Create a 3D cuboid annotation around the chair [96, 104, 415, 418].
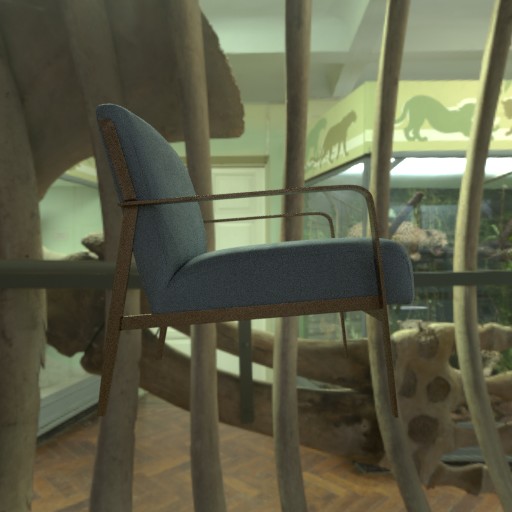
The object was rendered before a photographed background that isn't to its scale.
[{"bbox_3d":[0.000,0.000,1.445,0.842,0.824,0.701,0,0,1],"label":"chair"}]
